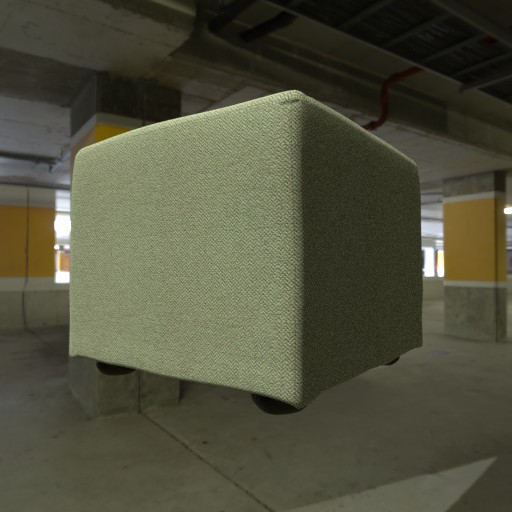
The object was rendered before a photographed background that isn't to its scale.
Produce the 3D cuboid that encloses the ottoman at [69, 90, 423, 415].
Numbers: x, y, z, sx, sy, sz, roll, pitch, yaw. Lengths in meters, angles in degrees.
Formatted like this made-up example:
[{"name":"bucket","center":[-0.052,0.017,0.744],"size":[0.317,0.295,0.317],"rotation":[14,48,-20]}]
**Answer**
[{"name":"ottoman","center":[0.000,0.000,0.886],"size":[0.512,0.453,0.521],"rotation":[-1,-2,37]}]
